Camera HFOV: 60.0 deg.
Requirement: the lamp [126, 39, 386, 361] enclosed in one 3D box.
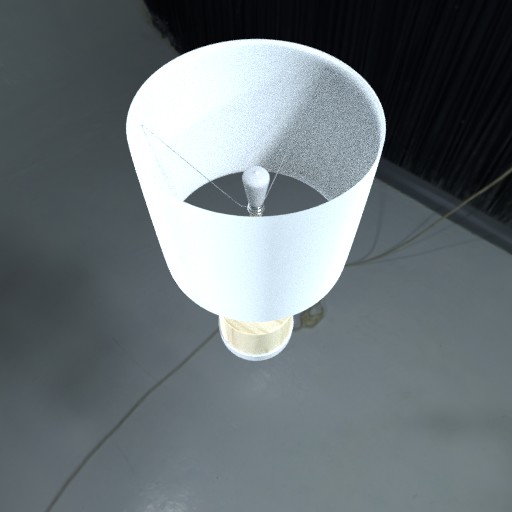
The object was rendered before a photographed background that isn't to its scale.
[{"bbox_3d":[0.000,0.000,0.590,0.229,0.470,0.229,34,64,19],"label":"lamp"}]
